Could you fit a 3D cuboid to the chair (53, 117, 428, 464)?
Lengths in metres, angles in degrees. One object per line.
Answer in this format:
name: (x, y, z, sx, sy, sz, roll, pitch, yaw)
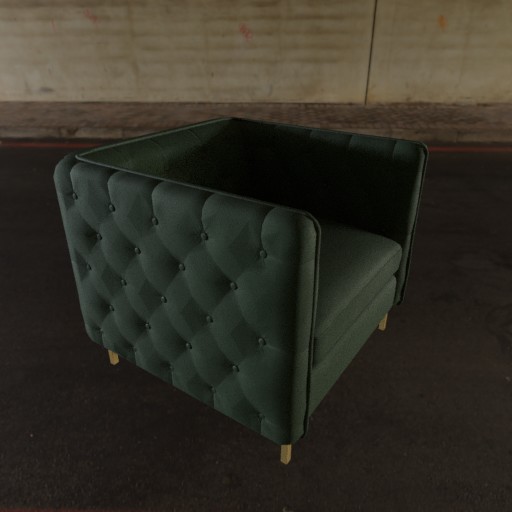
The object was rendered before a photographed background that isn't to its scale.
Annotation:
chair: (0.000, 0.000, 1.538, 0.855, 0.768, 0.917, 17, 32, 30)
